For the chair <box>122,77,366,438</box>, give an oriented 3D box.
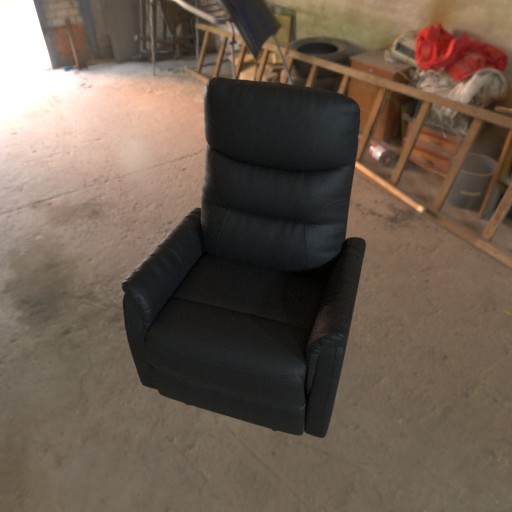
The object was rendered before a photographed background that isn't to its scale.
[{"bbox_3d":[0.000,0.000,1.653,0.775,1.082,0.831,12,42,13],"label":"chair"}]
